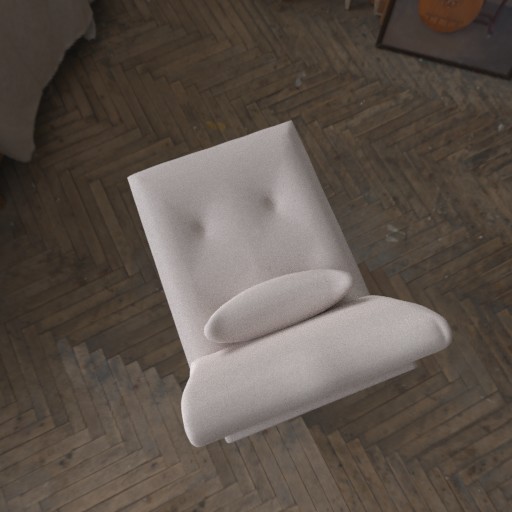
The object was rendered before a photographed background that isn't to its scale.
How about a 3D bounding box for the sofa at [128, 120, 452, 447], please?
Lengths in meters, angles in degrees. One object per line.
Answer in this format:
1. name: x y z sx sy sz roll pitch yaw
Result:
1. sofa: 0.000 0.000 1.516 0.700 0.820 1.000 -20 76 -5
